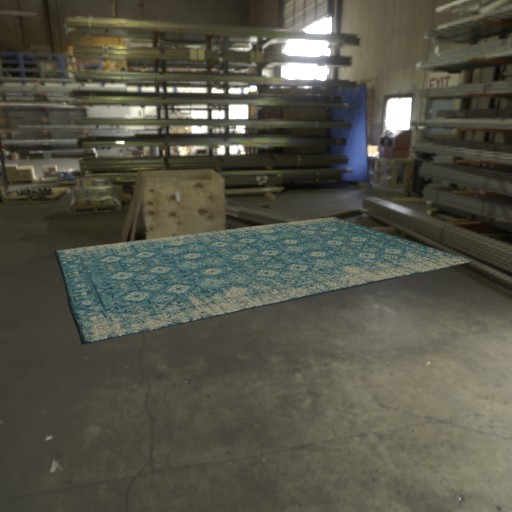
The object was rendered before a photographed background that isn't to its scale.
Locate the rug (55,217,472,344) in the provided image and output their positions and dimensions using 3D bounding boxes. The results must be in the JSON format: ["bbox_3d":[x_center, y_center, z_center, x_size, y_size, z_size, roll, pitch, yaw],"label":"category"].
[{"bbox_3d":[0.000,0.000,3.036,2.449,0.015,1.530,-9,19,-26],"label":"rug"}]
